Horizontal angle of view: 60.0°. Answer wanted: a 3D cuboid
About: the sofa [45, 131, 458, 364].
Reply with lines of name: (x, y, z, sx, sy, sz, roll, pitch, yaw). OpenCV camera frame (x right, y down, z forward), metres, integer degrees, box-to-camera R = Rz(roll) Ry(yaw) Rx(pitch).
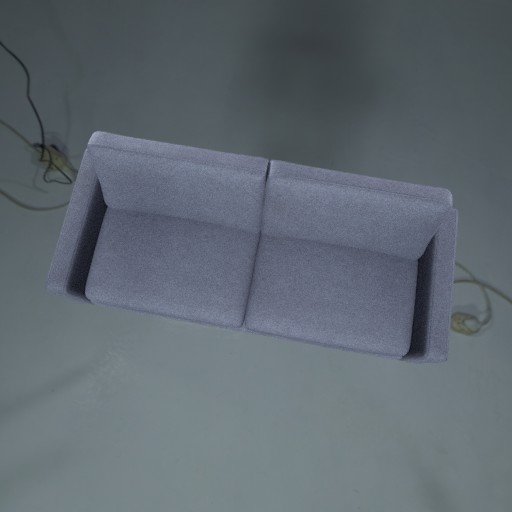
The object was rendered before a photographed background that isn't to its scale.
sofa: (0.000, 0.000, 2.311, 1.925, 0.828, 0.774, 10, 76, 2)
